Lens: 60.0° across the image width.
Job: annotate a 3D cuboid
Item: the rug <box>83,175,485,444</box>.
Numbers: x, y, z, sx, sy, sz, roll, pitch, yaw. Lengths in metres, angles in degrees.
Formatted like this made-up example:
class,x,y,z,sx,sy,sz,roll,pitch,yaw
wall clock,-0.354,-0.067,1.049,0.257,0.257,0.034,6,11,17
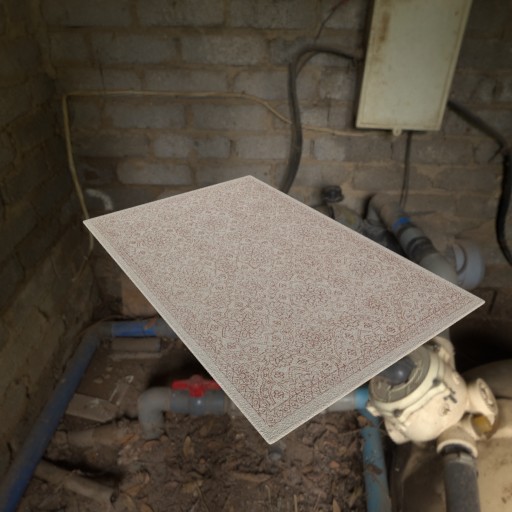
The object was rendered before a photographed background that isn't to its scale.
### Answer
class,x,y,z,sx,sy,sz,roll,pitch,yaw
rug,0.000,0.000,2.308,1.219,0.010,1.829,-21,38,-30
